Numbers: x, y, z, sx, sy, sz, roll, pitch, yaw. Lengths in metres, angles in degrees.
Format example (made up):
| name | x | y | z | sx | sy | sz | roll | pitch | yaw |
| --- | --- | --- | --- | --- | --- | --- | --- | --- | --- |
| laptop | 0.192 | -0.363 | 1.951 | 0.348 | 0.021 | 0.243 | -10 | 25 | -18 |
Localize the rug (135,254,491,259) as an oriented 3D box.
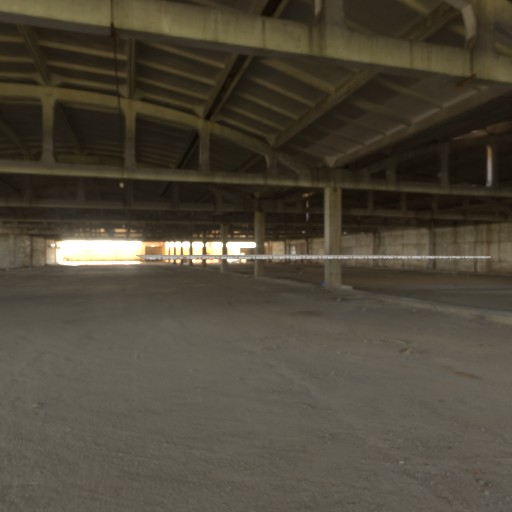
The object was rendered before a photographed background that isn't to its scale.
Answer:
| name | x | y | z | sx | sy | sz | roll | pitch | yaw |
| --- | --- | --- | --- | --- | --- | --- | --- | --- | --- |
| rug | 0.000 | 0.000 | 2.987 | 1.549 | 0.010 | 2.464 | 0 | 0 | -17 |
